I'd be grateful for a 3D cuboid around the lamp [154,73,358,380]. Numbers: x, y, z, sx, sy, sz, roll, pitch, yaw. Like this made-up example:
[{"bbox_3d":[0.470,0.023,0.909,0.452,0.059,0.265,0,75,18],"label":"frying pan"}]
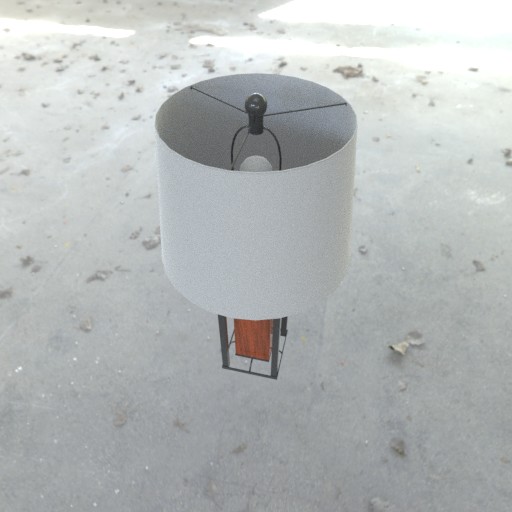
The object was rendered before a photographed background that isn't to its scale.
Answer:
[{"bbox_3d":[0.000,0.000,0.779,0.320,0.591,0.320,0,45,0],"label":"lamp"}]
